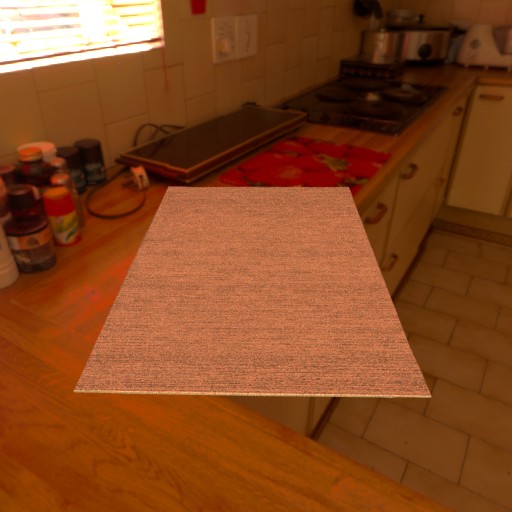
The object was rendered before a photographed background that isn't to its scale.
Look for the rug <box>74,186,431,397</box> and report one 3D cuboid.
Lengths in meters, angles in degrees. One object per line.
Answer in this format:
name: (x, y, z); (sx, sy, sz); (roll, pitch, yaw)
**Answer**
rug: (0.000, 0.000, 2.976); (1.616, 0.030, 2.338); (1, 32, 1)
